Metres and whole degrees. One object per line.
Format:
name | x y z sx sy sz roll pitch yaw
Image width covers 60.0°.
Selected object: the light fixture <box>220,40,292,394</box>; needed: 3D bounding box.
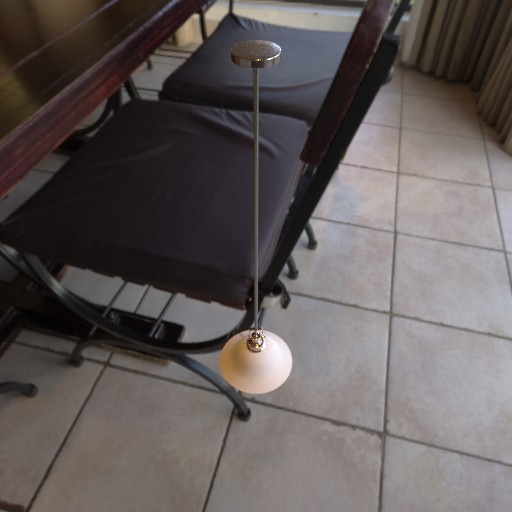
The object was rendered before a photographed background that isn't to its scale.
light fixture | 0.000 0.000 1.492 0.324 1.354 0.324 -3 47 -3
